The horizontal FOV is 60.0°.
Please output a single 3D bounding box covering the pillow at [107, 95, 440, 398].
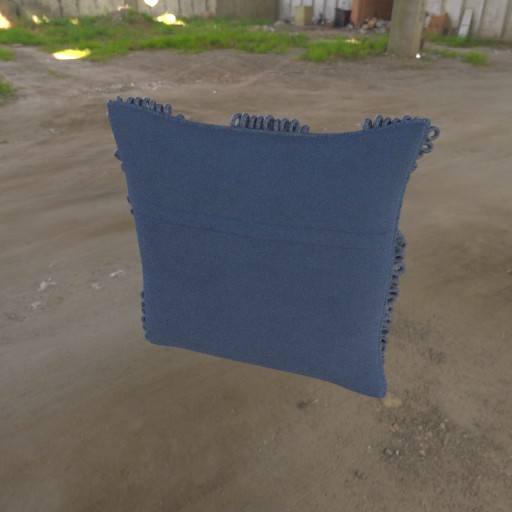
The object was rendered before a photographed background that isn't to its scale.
[{"bbox_3d":[0.000,0.000,0.707,0.469,0.466,0.172,9,32,15],"label":"pillow"}]
